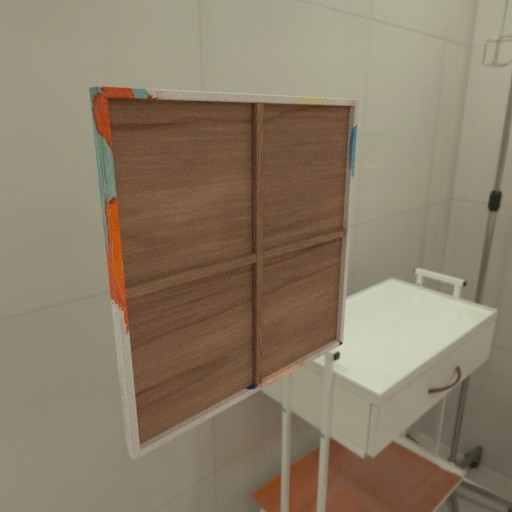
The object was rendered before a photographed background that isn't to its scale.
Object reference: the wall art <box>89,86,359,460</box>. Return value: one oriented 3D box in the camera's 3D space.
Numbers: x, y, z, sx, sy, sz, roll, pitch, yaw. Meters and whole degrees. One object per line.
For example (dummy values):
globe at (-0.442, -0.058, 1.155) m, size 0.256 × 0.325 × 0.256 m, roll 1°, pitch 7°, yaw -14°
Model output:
wall art at (0.000, 0.000, 1.189) m, size 0.814 × 0.814 × 0.037 m, roll -16°, pitch 23°, yaw -41°
